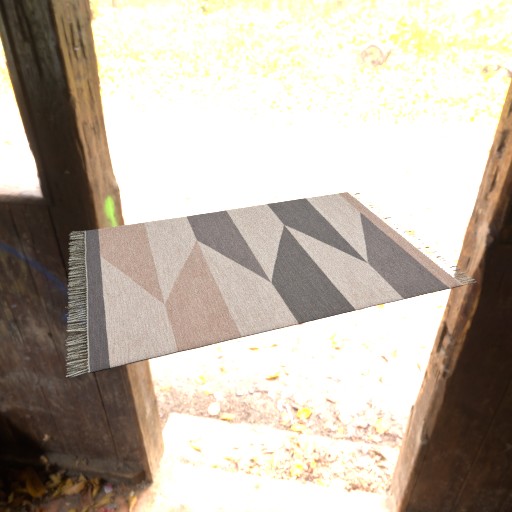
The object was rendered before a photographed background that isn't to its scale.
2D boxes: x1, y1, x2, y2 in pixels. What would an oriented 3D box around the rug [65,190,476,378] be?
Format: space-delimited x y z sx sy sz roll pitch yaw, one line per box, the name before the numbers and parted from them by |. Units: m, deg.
rug | 0.000 0.000 2.507 2.021 0.027 1.224 -10 34 -16
